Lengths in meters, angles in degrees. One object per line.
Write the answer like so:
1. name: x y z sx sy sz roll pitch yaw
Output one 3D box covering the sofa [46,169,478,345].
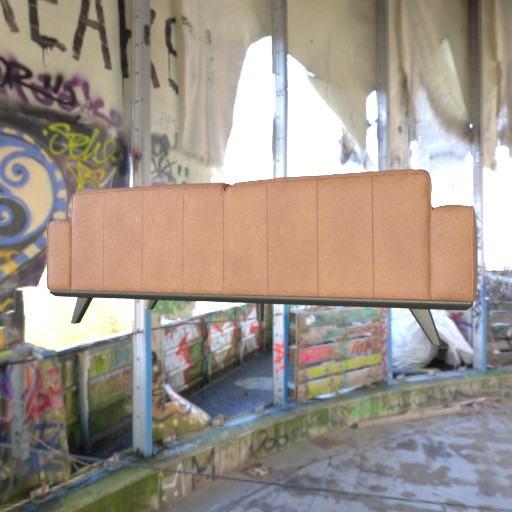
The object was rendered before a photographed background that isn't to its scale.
1. sofa: 0.000 0.000 2.605 2.270 0.780 0.953 0 -1 19
